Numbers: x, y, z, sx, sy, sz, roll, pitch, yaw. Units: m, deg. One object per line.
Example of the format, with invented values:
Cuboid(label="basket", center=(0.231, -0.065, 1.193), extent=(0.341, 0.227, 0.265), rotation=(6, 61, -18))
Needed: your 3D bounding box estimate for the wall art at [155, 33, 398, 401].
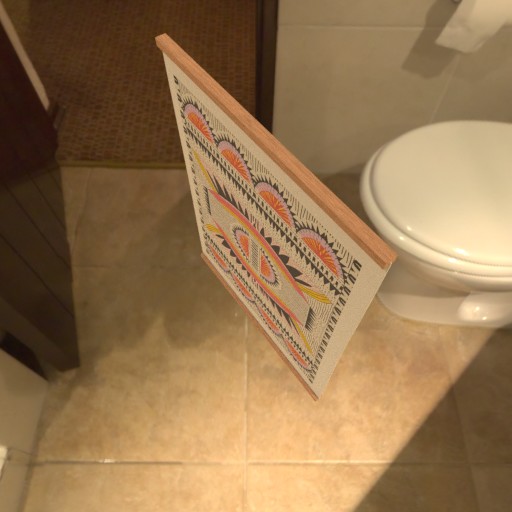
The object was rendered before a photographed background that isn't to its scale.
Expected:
Cuboid(label="wall art", center=(0.000, 0.000, 1.328), extent=(0.028, 1.016, 0.765), rotation=(-33, 65, -18))
